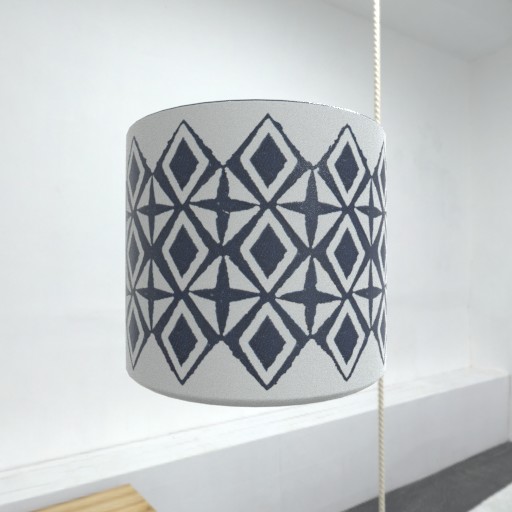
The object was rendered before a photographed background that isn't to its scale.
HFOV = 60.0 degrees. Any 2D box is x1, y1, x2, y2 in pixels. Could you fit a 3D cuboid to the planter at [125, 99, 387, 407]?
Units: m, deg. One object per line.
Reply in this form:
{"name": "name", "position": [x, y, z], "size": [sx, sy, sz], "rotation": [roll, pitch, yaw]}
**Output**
{"name": "planter", "position": [0.000, 0.000, 0.322], "size": [0.182, 0.165, 0.182], "rotation": [0, 0, 0]}
